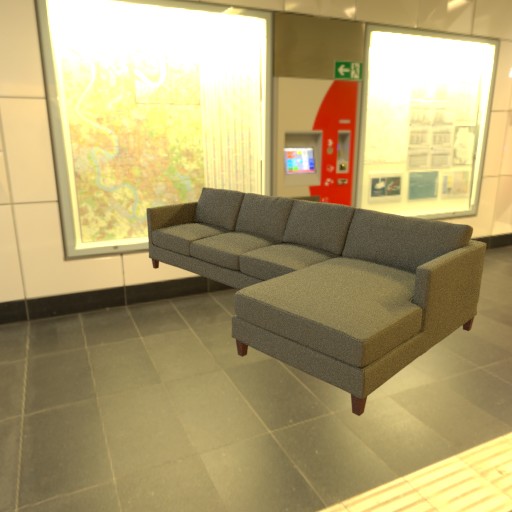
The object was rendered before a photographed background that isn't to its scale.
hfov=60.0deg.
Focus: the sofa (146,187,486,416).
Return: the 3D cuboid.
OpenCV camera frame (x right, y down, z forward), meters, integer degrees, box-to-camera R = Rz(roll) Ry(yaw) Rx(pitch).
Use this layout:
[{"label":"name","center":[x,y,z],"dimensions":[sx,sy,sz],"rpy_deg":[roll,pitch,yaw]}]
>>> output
[{"label":"sofa","center":[0.000,0.000,3.837],"dimensions":[1.625,0.861,3.186],"rpy_deg":[-15,21,-43]}]
